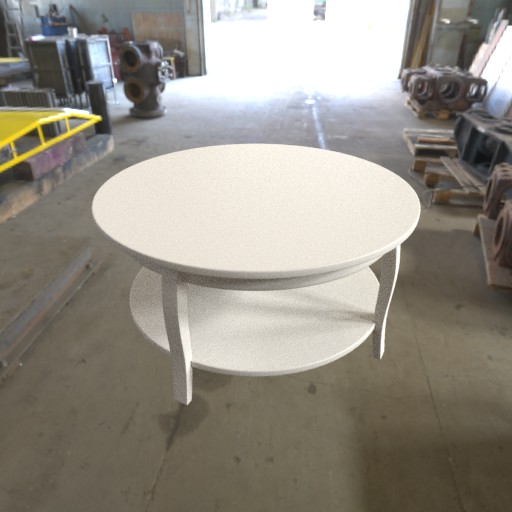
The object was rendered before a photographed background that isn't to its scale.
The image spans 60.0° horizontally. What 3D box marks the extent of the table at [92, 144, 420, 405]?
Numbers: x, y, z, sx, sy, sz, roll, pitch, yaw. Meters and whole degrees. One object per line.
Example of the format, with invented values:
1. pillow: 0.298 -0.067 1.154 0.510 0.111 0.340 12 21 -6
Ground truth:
1. table: 0.000 0.000 1.402 0.910 0.457 0.910 0 30 0
